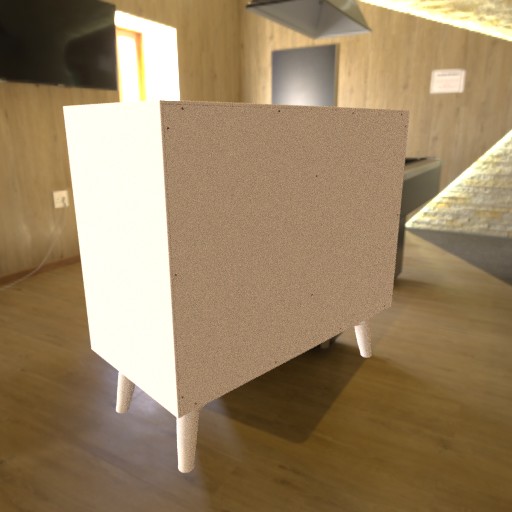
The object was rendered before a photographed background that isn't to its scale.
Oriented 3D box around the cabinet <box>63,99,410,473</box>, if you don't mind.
[{"bbox_3d":[0.000,0.000,1.204,0.800,0.761,0.398,-15,22,-42],"label":"cabinet"}]
